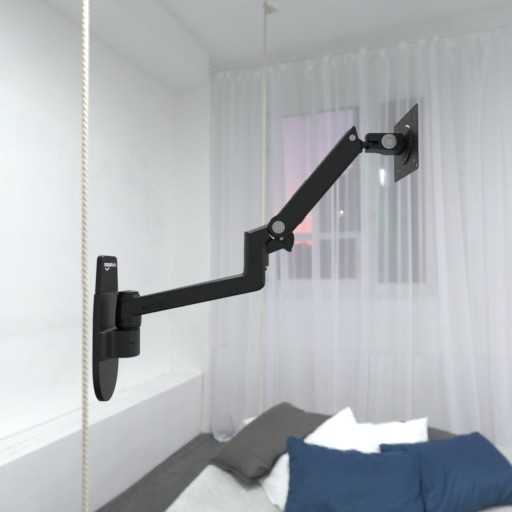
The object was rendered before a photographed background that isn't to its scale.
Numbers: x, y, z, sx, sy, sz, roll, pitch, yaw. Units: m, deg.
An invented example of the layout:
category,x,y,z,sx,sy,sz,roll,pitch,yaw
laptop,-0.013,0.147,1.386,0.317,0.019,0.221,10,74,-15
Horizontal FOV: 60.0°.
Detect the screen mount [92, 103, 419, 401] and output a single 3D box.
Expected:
category,x,y,z,sx,sy,sz,roll,pitch,yaw
screen mount,0.000,0.000,0.725,0.495,0.466,0.115,0,-2,0
